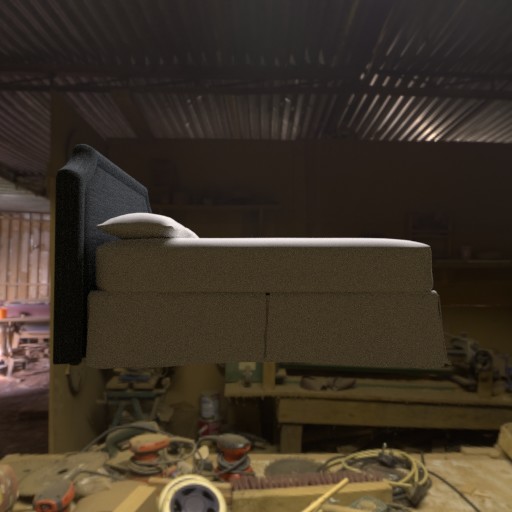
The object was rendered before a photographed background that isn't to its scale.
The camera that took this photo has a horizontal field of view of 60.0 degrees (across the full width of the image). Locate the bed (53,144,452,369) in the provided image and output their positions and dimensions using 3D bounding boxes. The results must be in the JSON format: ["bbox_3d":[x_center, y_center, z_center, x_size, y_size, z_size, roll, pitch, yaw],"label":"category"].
[{"bbox_3d":[0.000,0.000,3.298,2.208,1.297,1.828,0,-2,0],"label":"bed"}]
